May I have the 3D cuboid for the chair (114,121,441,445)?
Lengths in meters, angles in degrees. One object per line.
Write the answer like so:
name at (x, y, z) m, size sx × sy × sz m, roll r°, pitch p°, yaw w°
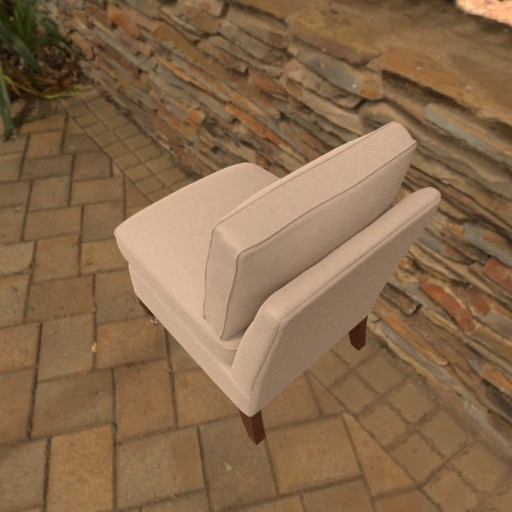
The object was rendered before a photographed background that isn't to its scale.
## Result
chair at (0.000, 0.000, 1.651) m, size 0.724 × 1.052 × 0.912 m, roll -33°, pitch 55°, yaw -28°
